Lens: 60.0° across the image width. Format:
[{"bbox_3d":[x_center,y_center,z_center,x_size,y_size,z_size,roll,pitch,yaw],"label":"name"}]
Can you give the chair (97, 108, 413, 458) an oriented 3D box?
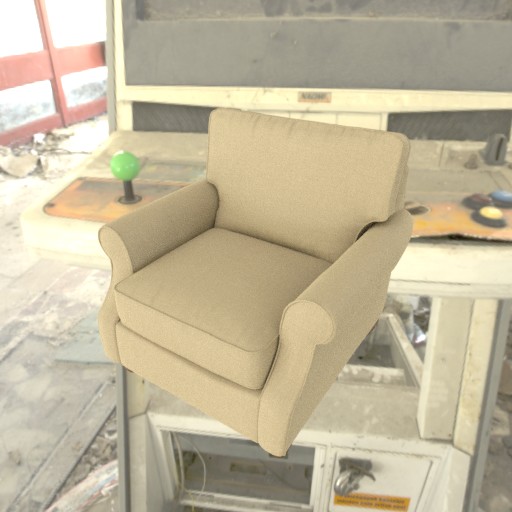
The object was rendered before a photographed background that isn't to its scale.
[{"bbox_3d":[0.000,0.000,1.755,1.029,0.967,0.966,18,34,29],"label":"chair"}]
